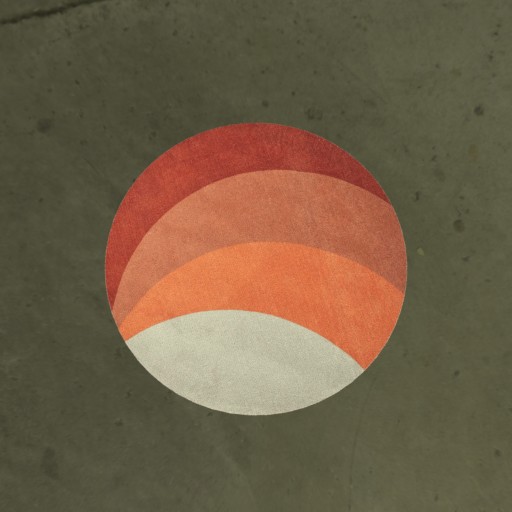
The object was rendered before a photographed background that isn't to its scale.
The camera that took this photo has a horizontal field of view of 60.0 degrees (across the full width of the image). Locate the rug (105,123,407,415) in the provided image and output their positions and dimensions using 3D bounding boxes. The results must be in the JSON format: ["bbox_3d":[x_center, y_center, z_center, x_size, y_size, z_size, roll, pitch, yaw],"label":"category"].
[{"bbox_3d":[0.000,0.000,2.231,1.514,0.015,1.514,0,75,0],"label":"rug"}]
